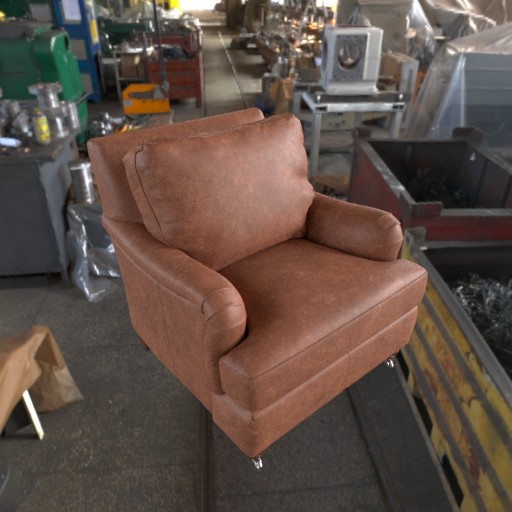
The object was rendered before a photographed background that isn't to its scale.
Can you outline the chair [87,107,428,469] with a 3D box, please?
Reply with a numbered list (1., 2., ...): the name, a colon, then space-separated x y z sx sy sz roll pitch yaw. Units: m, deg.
1. chair: 0.000 0.000 1.922 0.986 1.055 1.158 -23 38 -33
